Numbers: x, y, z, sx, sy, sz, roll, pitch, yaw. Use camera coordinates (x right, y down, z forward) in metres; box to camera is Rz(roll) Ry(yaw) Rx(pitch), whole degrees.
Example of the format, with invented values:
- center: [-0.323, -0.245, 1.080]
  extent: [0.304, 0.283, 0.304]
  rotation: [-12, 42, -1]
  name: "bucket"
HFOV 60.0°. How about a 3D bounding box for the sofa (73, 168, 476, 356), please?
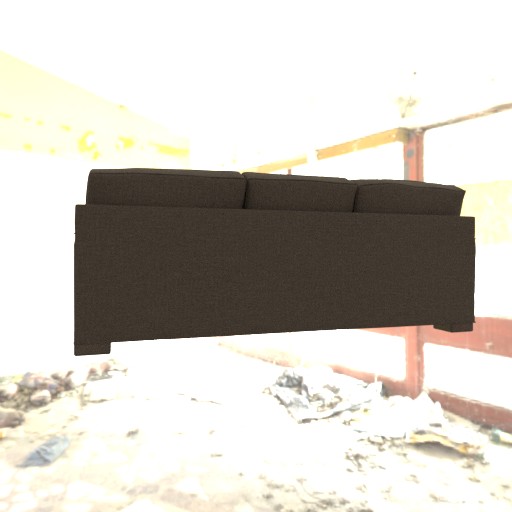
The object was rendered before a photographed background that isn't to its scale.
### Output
- center: [0.000, 0.000, 3.294]
  extent: [2.370, 0.973, 1.790]
  rotation: [0, 0, -17]
  name: "sofa"
